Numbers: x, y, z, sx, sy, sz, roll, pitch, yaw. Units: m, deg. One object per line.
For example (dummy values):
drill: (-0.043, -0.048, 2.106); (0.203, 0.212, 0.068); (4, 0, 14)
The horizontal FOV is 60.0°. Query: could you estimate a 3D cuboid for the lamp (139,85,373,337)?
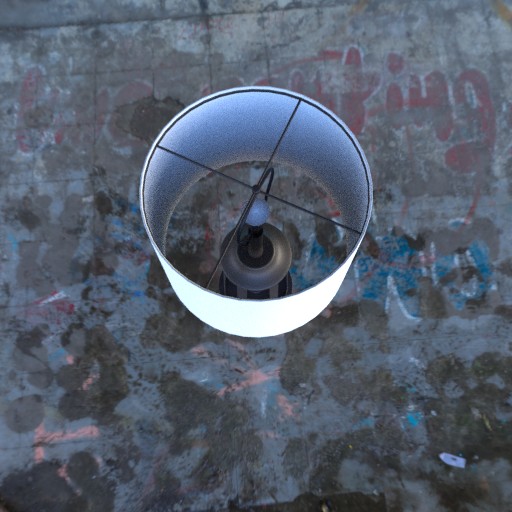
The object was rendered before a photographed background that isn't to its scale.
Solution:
lamp: (0.000, 0.000, 0.664); (0.251, 0.509, 0.251); (0, 75, 0)
